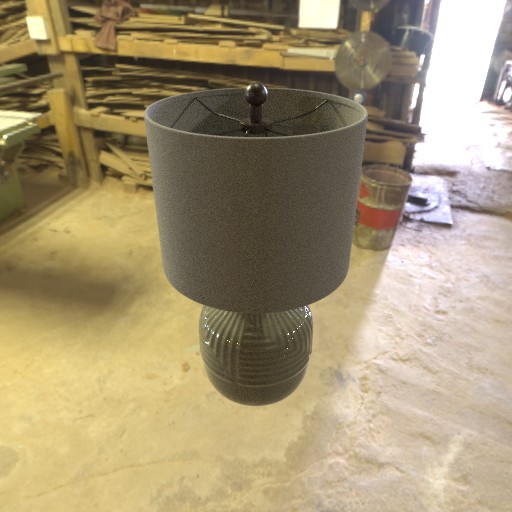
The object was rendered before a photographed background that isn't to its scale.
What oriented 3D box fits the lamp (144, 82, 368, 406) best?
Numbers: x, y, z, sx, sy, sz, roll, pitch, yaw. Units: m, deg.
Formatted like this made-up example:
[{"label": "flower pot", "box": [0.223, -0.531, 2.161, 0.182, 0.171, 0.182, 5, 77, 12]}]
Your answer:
[{"label": "lamp", "box": [0.000, 0.000, 0.769, 0.318, 0.567, 0.318, 0, 31, 0]}]
